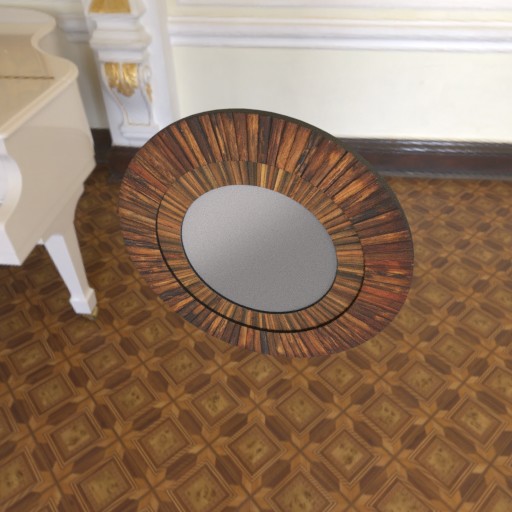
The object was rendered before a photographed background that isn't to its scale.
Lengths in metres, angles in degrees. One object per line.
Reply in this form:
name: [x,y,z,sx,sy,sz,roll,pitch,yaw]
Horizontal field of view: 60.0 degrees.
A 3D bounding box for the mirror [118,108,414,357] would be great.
mirror: [0.000,0.000,1.604,1.077,1.077,0.036,11,42,13]
